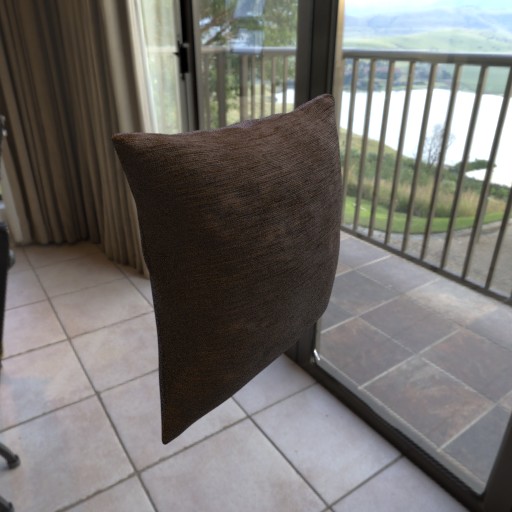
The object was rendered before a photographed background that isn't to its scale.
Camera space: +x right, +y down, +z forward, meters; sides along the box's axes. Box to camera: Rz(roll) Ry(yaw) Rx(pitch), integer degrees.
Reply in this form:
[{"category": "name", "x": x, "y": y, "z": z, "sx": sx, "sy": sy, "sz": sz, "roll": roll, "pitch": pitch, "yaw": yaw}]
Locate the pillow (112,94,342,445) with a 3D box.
[{"category": "pillow", "x": 0.000, "y": 0.000, "z": 0.685, "sx": 0.204, "sy": 0.439, "sz": 0.452, "roll": 19, "pitch": 32, "yaw": 32}]
